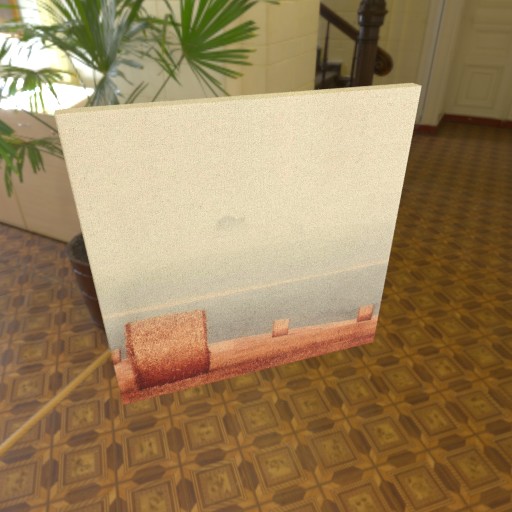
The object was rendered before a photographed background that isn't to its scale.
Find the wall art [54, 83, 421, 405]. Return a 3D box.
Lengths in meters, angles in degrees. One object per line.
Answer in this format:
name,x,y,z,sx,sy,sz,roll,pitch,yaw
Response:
wall art,0.000,0.000,0.584,0.405,0.405,0.023,-10,33,-16
